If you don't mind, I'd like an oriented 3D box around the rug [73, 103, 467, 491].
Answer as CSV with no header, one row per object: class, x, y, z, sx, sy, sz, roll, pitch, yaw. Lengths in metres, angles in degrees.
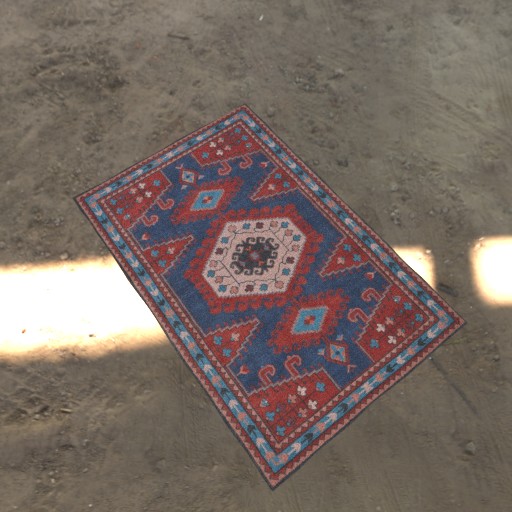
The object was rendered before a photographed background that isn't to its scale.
rug,0.000,0.000,2.312,1.207,0.012,1.820,-34,68,-16
